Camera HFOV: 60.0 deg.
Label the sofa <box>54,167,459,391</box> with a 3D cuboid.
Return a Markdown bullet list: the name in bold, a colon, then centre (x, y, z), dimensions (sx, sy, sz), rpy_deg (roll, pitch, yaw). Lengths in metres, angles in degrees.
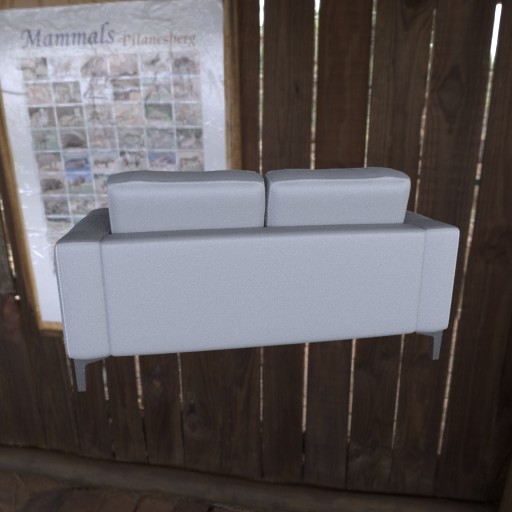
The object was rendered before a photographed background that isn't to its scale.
- **sofa**: centre (0.000, 0.000, 2.236), dimensions (1.726, 0.892, 0.833), rpy_deg (-3, 16, -9)
